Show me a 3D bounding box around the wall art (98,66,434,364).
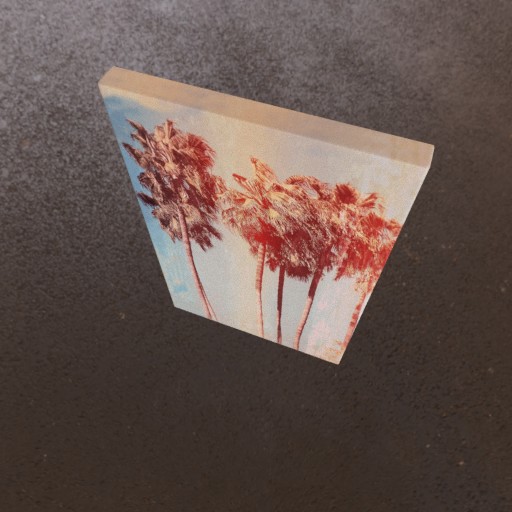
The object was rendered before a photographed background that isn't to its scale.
[{"bbox_3d":[0.000,0.000,0.765,0.401,0.610,0.038,18,59,11],"label":"wall art"}]
